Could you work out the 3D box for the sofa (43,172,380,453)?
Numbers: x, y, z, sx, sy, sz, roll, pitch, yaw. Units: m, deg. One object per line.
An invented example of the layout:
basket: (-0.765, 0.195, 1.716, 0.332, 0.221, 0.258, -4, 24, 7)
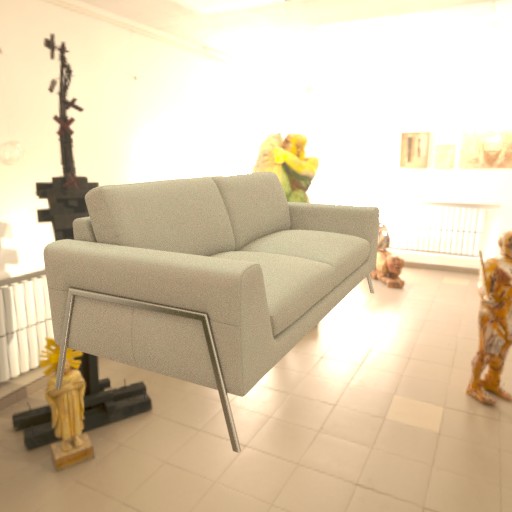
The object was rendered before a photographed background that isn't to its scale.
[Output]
sofa: (0.000, 0.000, 2.496, 0.953, 0.875, 2.017, 7, 15, 27)
